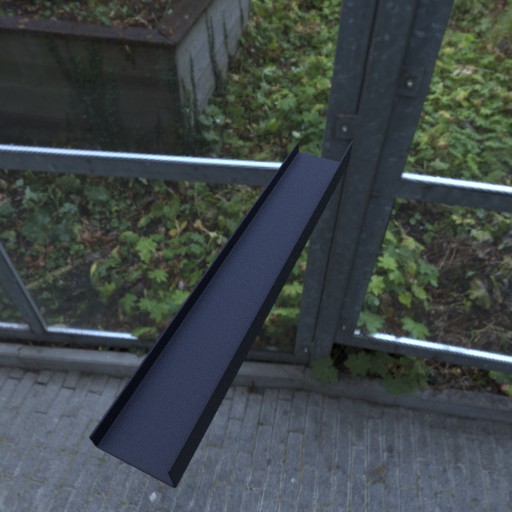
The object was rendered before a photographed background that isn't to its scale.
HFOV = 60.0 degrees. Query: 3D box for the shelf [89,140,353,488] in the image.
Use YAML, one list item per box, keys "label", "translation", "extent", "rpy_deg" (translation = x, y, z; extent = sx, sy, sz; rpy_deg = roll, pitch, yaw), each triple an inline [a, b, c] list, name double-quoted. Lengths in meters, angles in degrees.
- label: "shelf"
  translation: [0.000, 0.000, 0.627]
  extent: [0.102, 0.053, 0.605]
  rpy_deg: [18, 50, 16]
